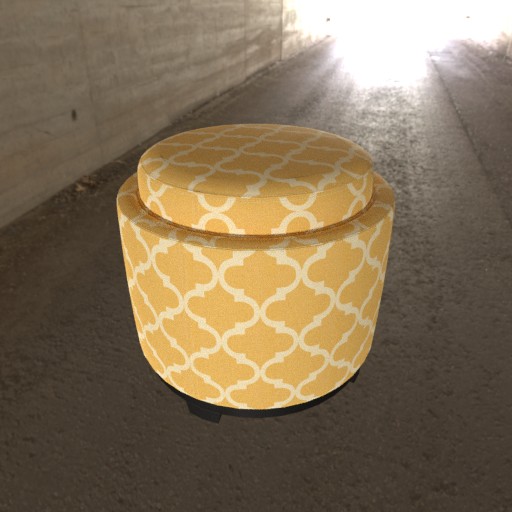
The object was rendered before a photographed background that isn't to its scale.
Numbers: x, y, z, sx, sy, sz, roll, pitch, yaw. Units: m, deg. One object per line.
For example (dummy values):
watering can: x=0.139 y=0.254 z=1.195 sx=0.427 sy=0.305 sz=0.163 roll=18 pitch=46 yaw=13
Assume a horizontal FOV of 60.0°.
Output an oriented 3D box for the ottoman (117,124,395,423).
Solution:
ottoman: x=0.000 y=0.000 z=0.848 sx=0.480 sy=0.429 sz=0.480 roll=0 pitch=30 yaw=0
